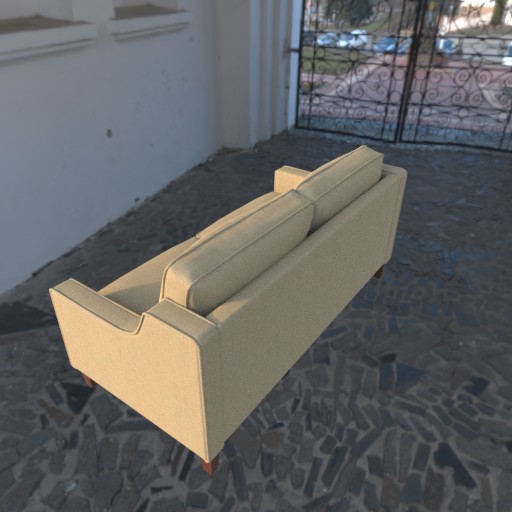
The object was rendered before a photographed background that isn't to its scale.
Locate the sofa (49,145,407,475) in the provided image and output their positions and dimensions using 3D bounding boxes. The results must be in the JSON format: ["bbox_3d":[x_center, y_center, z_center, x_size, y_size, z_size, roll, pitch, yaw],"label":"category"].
[{"bbox_3d":[0.000,0.000,2.812,1.066,1.071,2.178,21,37,30],"label":"sofa"}]
